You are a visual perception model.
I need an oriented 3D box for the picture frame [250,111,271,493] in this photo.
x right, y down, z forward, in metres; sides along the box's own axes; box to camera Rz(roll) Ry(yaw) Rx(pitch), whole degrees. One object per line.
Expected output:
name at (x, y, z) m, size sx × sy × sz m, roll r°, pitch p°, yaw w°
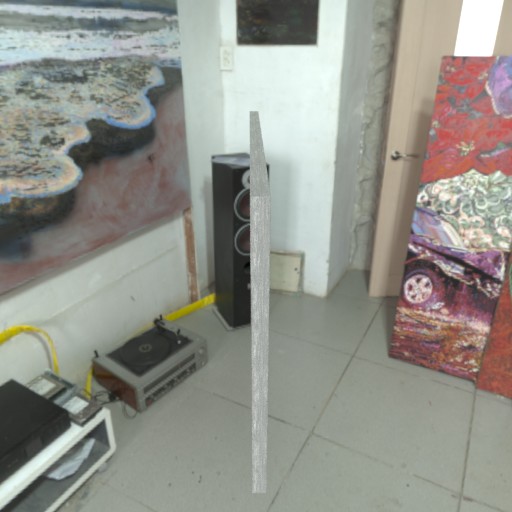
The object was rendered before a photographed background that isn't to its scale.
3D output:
picture frame at (0.000, 0.000, 1.214) m, size 0.029 × 0.640 × 0.950 m, roll 0°, pitch 25°, yaw -1°
